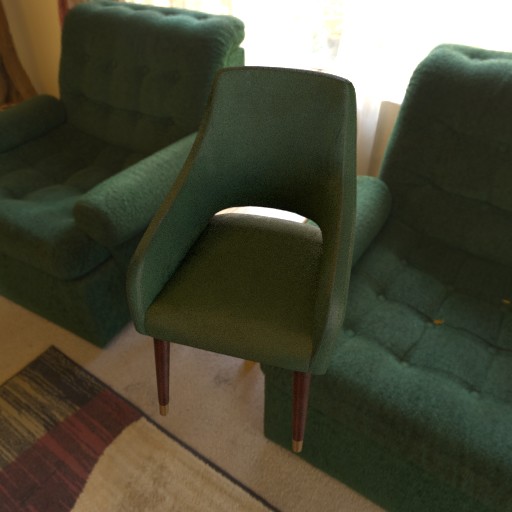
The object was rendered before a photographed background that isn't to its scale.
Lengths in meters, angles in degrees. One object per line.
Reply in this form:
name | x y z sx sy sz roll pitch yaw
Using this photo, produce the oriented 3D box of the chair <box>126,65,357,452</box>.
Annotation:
chair | 0.000 0.000 1.593 0.683 1.081 0.794 10 41 12
